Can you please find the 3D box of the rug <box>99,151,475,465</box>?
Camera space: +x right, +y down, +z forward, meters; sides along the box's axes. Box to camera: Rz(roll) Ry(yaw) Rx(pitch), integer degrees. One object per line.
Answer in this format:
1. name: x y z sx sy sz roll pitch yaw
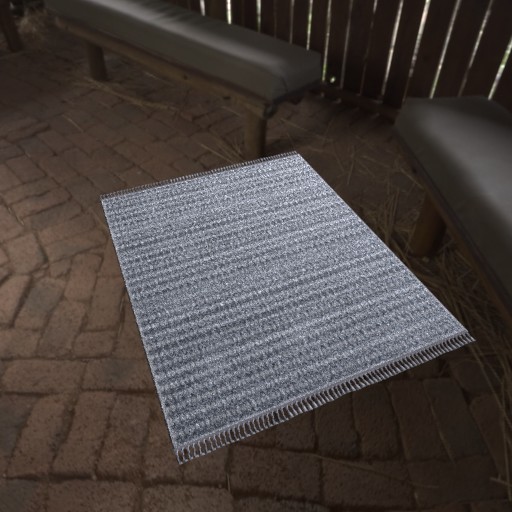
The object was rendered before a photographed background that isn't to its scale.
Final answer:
1. rug: 0.000 0.000 3.885 2.256 0.013 2.910 -17 46 -17
